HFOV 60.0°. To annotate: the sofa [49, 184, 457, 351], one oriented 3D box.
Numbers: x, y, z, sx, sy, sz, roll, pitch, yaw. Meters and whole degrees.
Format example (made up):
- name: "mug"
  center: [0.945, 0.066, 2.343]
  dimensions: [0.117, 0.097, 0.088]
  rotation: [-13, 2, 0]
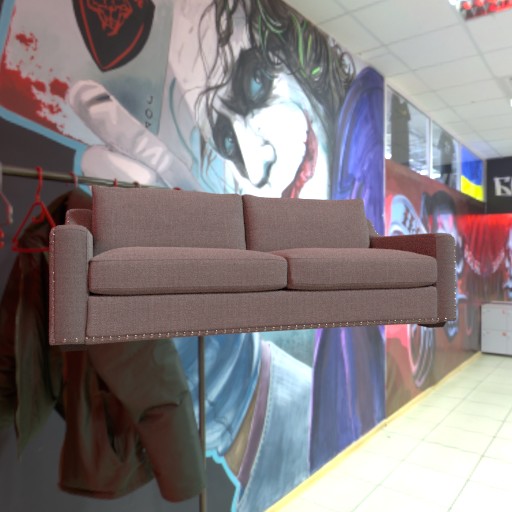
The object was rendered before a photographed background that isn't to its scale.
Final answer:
- name: "sofa"
  center: [0.000, 0.000, 2.708]
  dimensions: [2.208, 0.857, 1.000]
  rotation: [0, 0, -19]
